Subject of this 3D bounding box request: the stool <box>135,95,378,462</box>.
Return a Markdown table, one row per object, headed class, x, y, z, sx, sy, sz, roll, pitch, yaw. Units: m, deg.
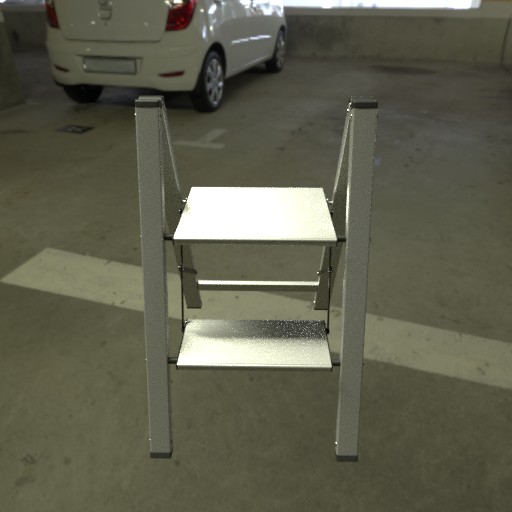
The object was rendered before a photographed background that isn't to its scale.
| class | x | y | z | sx | sy | sz | roll | pitch | yaw |
| --- | --- | --- | --- | --- | --- | --- | --- | --- | --- |
| stool | 0.000 | 0.000 | 0.978 | 0.440 | 0.670 | 0.535 | 1 | 31 | 1 |
